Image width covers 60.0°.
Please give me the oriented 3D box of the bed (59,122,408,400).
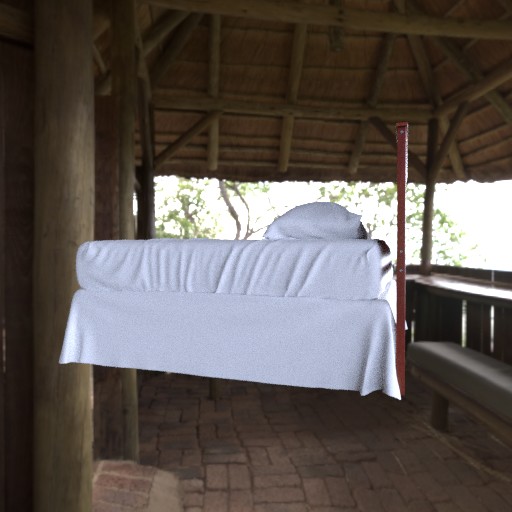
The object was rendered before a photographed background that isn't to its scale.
[{"bbox_3d":[0.000,0.000,3.148,2.050,1.270,1.870,0,1,19],"label":"bed"}]
